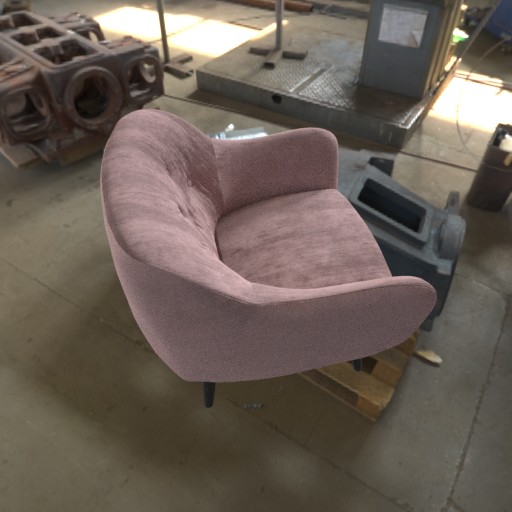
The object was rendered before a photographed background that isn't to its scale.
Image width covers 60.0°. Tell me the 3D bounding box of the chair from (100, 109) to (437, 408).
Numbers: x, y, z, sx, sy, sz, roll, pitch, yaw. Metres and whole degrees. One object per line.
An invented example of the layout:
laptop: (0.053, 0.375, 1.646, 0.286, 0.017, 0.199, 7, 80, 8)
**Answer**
chair: (0.000, 0.000, 1.474, 0.820, 0.820, 0.840, -9, 46, -9)
